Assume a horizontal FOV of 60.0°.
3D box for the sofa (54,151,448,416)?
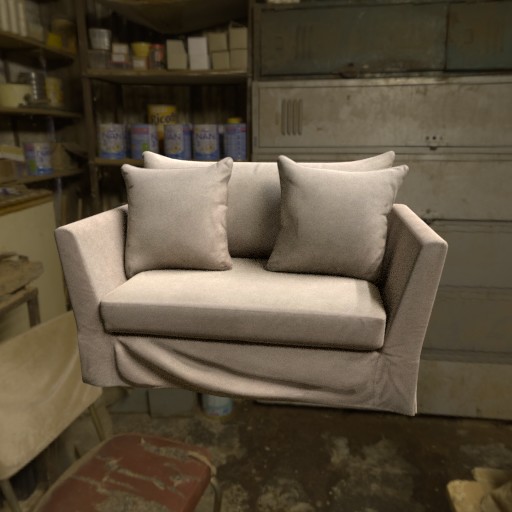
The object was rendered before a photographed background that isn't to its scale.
[{"bbox_3d":[0.000,0.000,2.282,1.608,1.040,1.035,2,15,9],"label":"sofa"}]
